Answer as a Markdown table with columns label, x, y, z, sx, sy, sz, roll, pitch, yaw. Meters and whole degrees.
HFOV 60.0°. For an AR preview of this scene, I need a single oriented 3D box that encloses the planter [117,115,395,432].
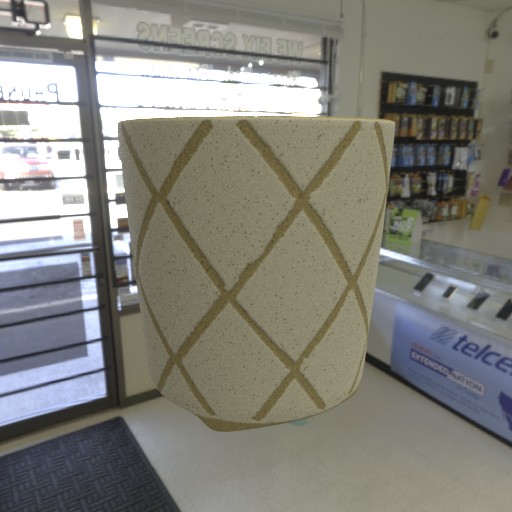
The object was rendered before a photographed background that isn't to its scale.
| label | x | y | z | sx | sy | sz | roll | pitch | yaw |
| --- | --- | --- | --- | --- | --- | --- | --- | --- | --- |
| planter | 0.000 | 0.000 | 0.407 | 0.228 | 0.235 | 0.228 | 0 | 15 | 0 |
